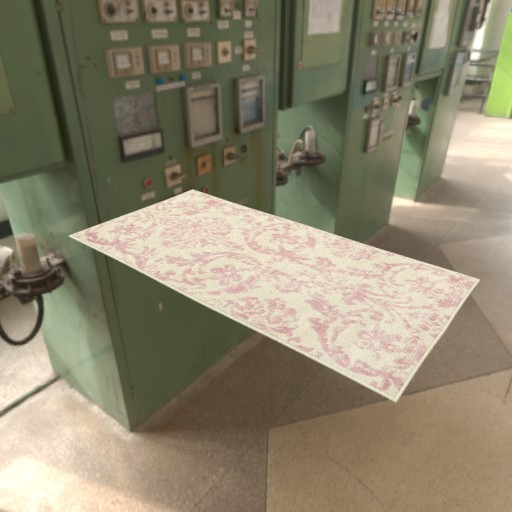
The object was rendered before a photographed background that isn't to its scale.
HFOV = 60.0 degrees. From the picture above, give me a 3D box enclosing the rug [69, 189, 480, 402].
[{"bbox_3d":[0.000,0.000,1.440,1.219,0.007,0.604,21,35,33],"label":"rug"}]
